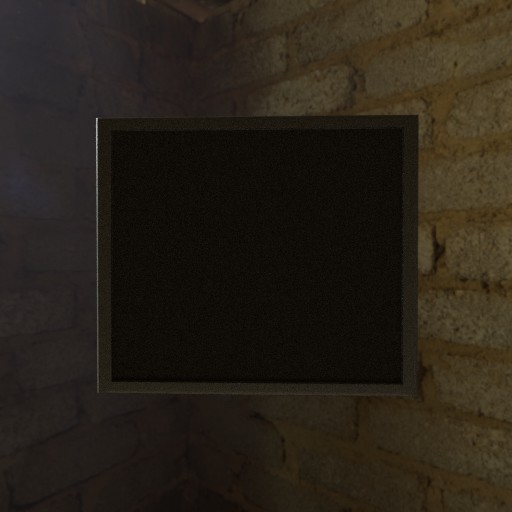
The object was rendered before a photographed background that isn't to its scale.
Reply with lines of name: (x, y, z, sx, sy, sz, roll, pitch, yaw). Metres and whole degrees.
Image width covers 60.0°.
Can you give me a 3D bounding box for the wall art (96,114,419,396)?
wall art: (0.000, 0.000, 0.538, 0.380, 0.330, 0.028, 0, 1, 2)
